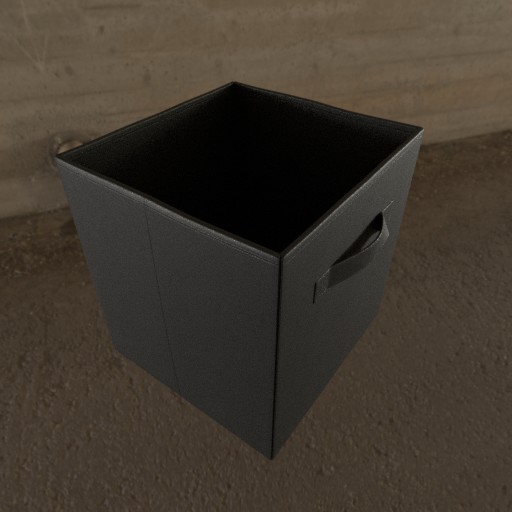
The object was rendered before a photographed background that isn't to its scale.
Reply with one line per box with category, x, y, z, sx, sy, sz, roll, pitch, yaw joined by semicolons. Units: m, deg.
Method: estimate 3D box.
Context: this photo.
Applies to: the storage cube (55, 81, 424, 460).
storage cube;0.000;0.000;0.514;0.270;0.280;0.270;25;45;27
